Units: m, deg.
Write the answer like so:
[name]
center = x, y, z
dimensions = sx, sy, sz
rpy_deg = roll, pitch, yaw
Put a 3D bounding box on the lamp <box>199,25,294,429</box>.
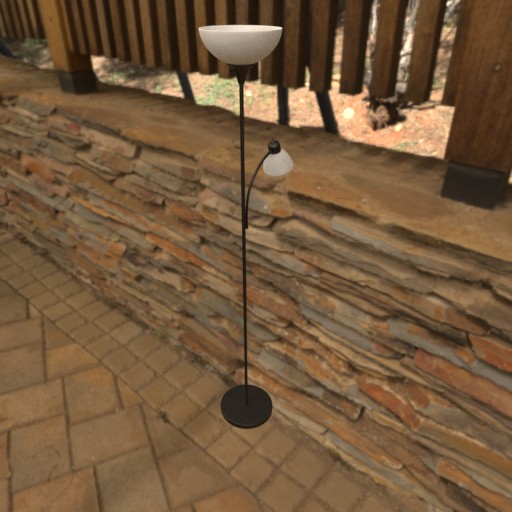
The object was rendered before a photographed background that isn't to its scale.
[lamp]
center = 0.000, 0.000, 1.958
dimensions = 0.279, 1.804, 0.442
rpy_deg = 21, 37, 30
